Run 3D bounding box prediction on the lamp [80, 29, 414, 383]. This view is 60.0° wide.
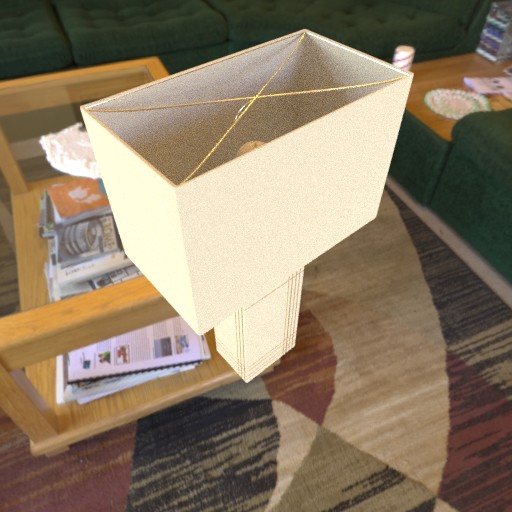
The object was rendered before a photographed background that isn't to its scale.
[{"bbox_3d":[0.000,0.000,0.689,0.334,0.543,0.182,-32,54,-26],"label":"lamp"}]
